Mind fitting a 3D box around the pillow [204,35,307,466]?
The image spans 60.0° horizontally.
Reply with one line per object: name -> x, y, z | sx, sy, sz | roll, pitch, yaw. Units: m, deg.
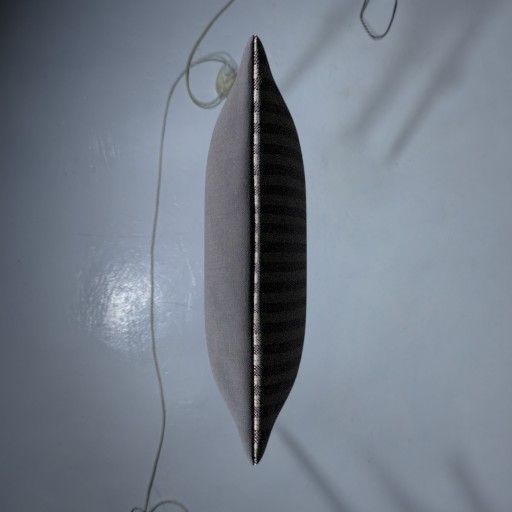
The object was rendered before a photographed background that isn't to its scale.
pillow -> 0.000, 0.000, 0.777 | 0.166, 0.506, 0.523 | 0, 89, -1
